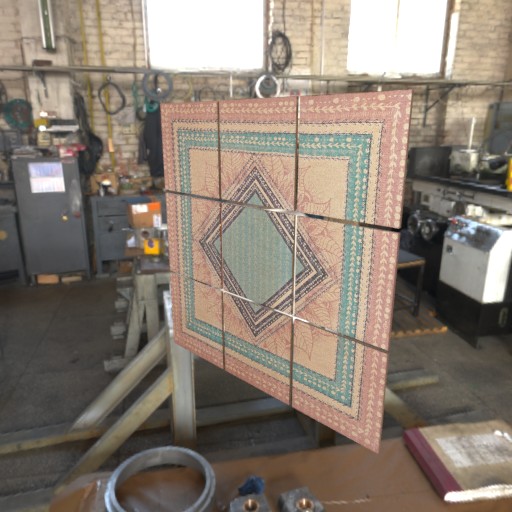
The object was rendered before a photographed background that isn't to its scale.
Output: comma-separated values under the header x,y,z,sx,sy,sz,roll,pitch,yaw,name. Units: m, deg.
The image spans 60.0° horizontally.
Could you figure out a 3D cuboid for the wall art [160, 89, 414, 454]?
x,y,z,sx,sy,sz,roll,pitch,yaw,name
0.000,0.000,2.273,1.527,1.525,0.014,15,22,42,wall art
